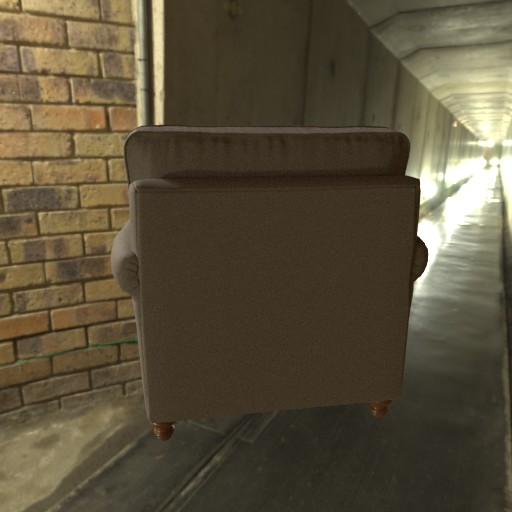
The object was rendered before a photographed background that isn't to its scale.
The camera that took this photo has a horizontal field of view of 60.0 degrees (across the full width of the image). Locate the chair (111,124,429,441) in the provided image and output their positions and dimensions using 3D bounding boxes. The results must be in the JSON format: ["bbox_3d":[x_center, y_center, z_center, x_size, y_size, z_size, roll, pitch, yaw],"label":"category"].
[{"bbox_3d":[0.000,0.000,1.742,1.029,0.967,0.966,-2,15,-9],"label":"chair"}]
